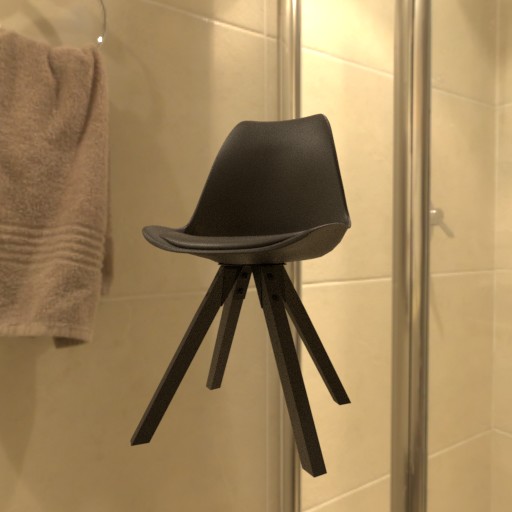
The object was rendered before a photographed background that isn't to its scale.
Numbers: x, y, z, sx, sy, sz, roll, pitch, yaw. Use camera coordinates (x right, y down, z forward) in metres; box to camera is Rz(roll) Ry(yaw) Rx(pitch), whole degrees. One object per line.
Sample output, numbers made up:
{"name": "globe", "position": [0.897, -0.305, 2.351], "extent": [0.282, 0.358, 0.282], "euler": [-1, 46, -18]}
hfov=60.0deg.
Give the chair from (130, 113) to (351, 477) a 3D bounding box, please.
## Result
{"name": "chair", "position": [0.000, 0.000, 1.152], "extent": [0.485, 0.850, 0.550], "euler": [1, 2, 19]}
